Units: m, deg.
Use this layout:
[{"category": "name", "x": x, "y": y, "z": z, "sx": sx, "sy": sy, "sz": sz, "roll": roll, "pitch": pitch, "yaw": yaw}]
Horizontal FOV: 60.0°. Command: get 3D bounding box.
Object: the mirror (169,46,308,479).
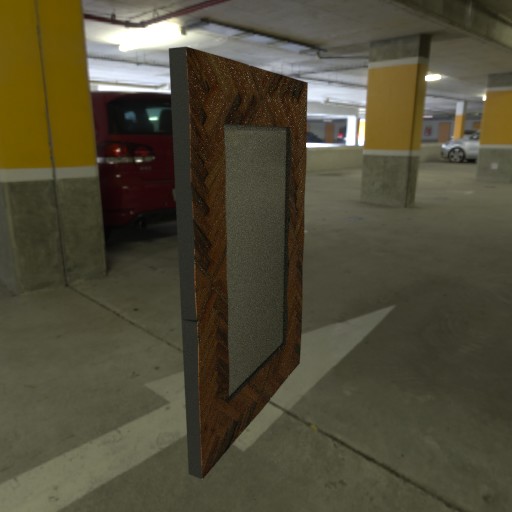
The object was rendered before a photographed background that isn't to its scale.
[{"category": "mirror", "x": 0.000, "y": 0.000, "z": 1.165, "sx": 0.044, "sy": 0.912, "sz": 0.606, "roll": 8, "pitch": 17, "yaw": 26}]
